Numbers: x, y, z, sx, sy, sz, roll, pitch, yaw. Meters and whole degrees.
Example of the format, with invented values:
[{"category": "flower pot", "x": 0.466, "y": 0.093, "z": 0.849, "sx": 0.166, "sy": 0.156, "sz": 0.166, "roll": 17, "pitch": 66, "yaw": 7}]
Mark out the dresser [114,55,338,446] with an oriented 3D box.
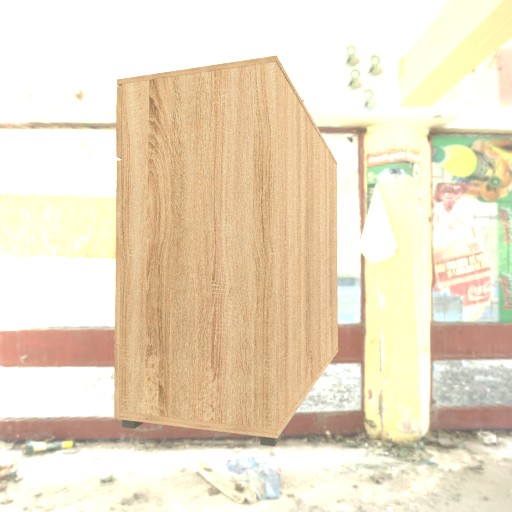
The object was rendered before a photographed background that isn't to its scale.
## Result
[{"category": "dresser", "x": 0.000, "y": 0.000, "z": 1.606, "sx": 0.450, "sy": 0.900, "sz": 1.100, "roll": 0, "pitch": -2, "yaw": 18}]
